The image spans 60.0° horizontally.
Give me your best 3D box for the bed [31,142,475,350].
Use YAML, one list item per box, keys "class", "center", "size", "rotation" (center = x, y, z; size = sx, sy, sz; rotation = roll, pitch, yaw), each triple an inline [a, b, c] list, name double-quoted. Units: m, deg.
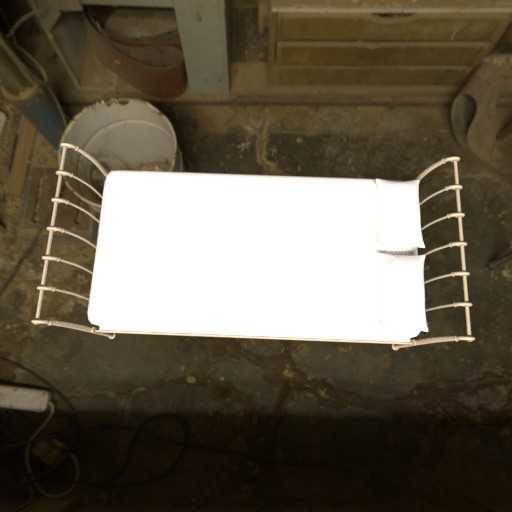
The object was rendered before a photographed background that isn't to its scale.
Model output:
- class: "bed"
  center: [0.000, 0.000, 2.749]
  size: [2.228, 0.873, 1.032]
  rotation: [2, 75, 1]
